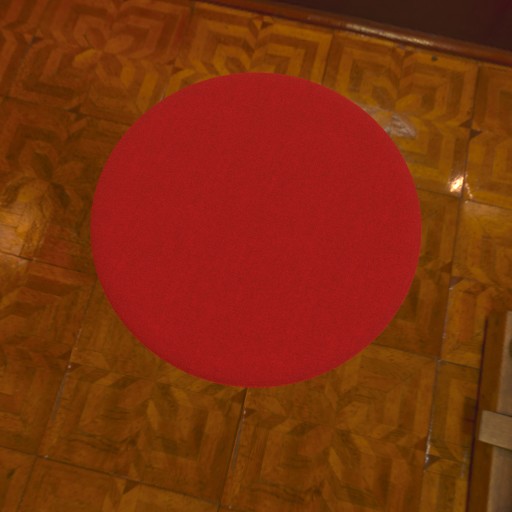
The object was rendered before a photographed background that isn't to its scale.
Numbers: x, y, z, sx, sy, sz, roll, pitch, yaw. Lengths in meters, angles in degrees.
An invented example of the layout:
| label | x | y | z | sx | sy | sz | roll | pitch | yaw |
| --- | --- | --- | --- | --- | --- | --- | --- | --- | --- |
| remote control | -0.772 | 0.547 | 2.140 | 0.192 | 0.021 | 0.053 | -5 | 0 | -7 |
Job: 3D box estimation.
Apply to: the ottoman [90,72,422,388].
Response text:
| label | x | y | z | sx | sy | sz | roll | pitch | yaw |
| --- | --- | --- | --- | --- | --- | --- | --- | --- | --- |
| ottoman | 0.000 | 0.000 | 0.714 | 0.400 | 0.406 | 0.400 | 0 | 75 | 0 |
